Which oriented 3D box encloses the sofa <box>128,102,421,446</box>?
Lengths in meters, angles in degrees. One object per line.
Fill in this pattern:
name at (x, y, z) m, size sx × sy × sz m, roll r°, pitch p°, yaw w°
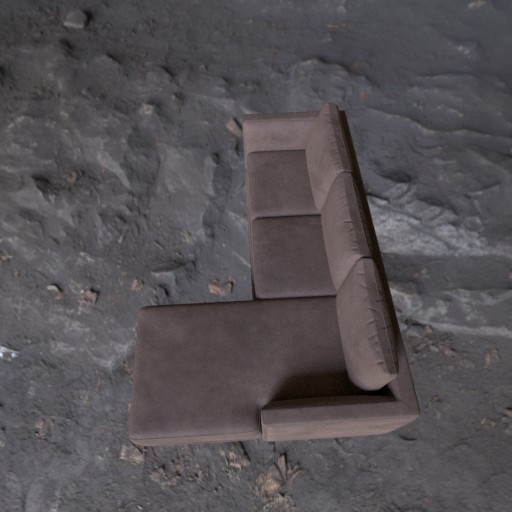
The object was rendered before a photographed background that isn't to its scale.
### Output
sofa at (0.000, 0.000, 3.183) m, size 1.622 × 0.987 × 2.438 m, roll -3°, pitch 58°, yaw -2°
